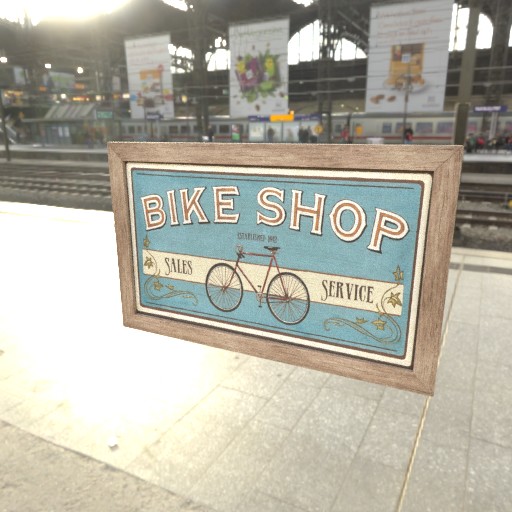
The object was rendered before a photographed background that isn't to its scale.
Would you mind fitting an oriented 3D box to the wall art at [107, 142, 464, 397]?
[{"bbox_3d":[0.000,0.000,0.976,0.780,0.480,0.021,7,17,24],"label":"wall art"}]
